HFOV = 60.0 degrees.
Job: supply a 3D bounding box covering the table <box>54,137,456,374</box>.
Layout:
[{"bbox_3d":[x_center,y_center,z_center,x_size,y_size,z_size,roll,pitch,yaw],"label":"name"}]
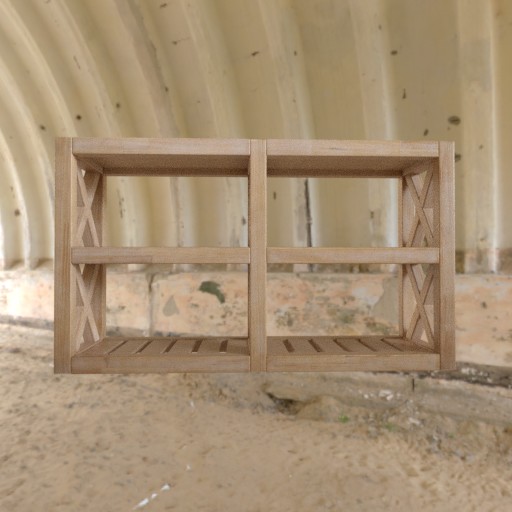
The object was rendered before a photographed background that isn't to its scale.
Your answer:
[{"bbox_3d":[0.000,0.000,1.634,1.320,0.762,0.381,0,-1,-2],"label":"table"}]
